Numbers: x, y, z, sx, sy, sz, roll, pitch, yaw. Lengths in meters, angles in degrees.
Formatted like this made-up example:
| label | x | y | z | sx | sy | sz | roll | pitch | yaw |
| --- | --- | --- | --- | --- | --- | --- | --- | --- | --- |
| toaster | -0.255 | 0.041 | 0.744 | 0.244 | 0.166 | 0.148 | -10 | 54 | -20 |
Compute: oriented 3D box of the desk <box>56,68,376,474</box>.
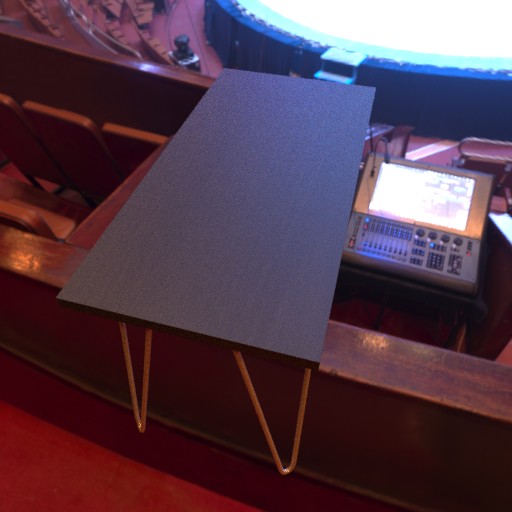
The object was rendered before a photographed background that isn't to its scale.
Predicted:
| label | x | y | z | sx | sy | sz | roll | pitch | yaw |
| --- | --- | --- | --- | --- | --- | --- | --- | --- | --- |
| desk | 0.000 | 0.000 | 1.347 | 0.499 | 0.660 | 0.991 | 12 | 48 | 11 |
